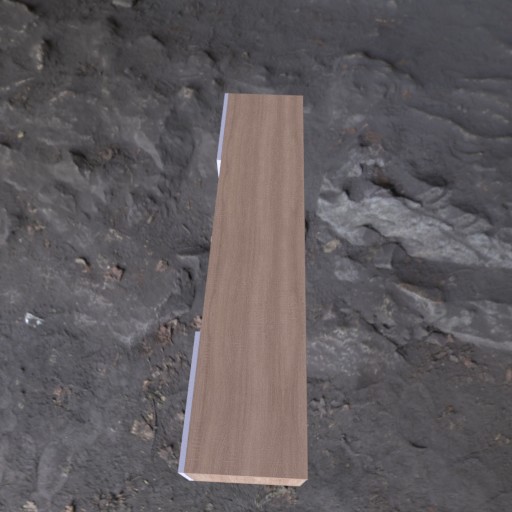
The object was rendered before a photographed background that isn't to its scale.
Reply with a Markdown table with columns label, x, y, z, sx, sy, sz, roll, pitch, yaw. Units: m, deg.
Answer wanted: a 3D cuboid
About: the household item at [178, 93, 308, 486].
| label | x | y | z | sx | sy | sz | roll | pitch | yaw |
| --- | --- | --- | --- | --- | --- | --- | --- | --- | --- |
| household item | 0.000 | 0.000 | 2.041 | 0.420 | 0.310 | 1.850 | 2 | 59 | 1 |
